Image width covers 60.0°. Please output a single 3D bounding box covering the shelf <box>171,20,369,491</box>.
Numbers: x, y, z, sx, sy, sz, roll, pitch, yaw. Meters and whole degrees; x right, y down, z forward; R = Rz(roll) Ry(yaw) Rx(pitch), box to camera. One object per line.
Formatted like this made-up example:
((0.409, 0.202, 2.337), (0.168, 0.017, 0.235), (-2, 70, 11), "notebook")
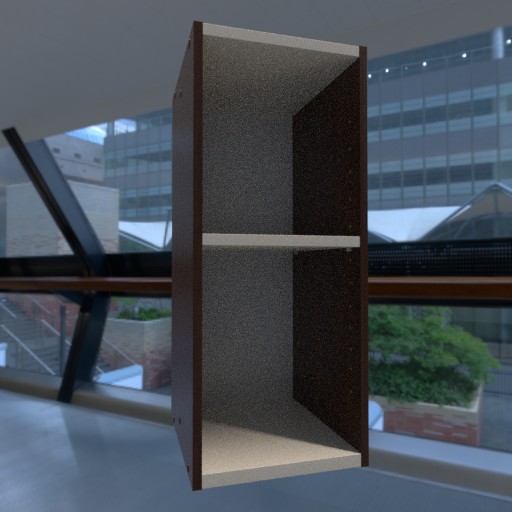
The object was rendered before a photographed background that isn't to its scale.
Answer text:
((0.000, 0.000, 0.738), (0.253, 0.600, 0.290), (0, -1, -16), "shelf")
